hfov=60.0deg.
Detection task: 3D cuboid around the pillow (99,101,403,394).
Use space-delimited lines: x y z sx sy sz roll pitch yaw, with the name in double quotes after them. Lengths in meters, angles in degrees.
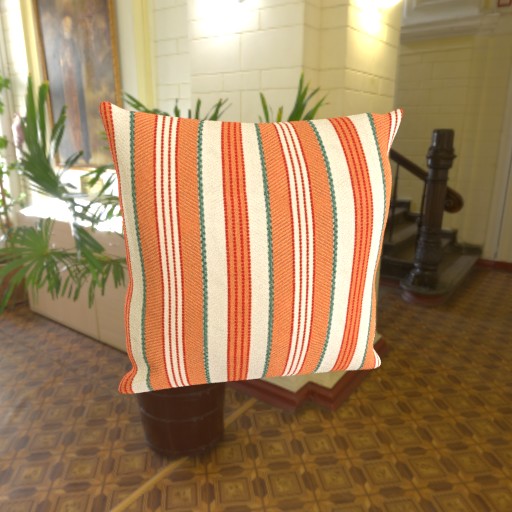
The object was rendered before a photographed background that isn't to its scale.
0.000 0.000 0.673 0.440 0.441 0.182 -3 16 -9 "pillow"
